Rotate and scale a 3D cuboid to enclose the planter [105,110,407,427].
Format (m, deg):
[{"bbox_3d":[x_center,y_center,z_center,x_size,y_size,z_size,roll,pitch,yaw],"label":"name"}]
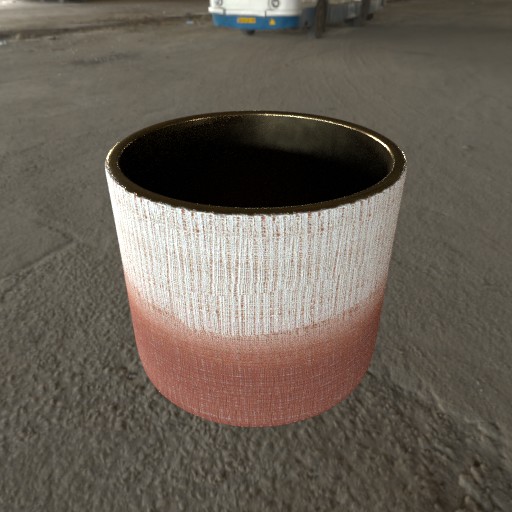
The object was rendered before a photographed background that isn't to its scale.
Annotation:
[{"bbox_3d":[0.000,0.000,0.438,0.254,0.221,0.254,0,33,0],"label":"planter"}]
